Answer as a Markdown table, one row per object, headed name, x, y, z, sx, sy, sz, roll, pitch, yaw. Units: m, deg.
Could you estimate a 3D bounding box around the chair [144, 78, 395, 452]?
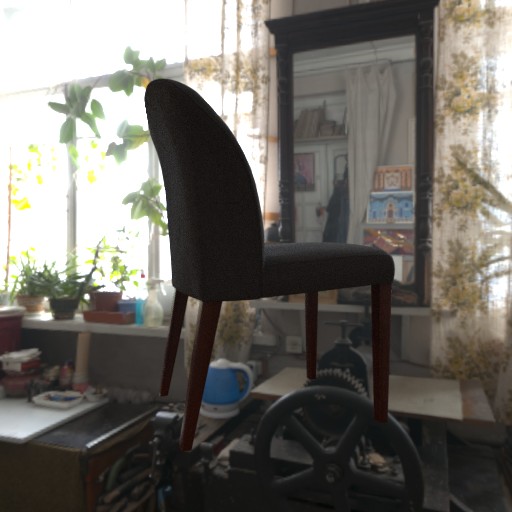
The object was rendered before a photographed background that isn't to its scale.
| name | x | y | z | sx | sy | sz | roll | pitch | yaw |
| --- | --- | --- | --- | --- | --- | --- | --- | --- | --- |
| chair | 0.000 | 0.000 | 1.273 | 0.619 | 0.879 | 0.506 | 0 | 1 | -19 |
